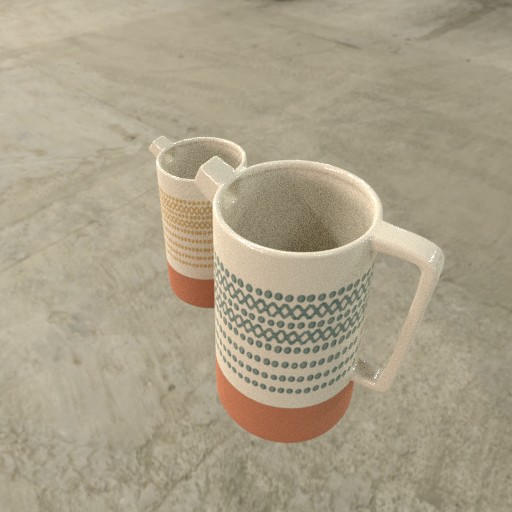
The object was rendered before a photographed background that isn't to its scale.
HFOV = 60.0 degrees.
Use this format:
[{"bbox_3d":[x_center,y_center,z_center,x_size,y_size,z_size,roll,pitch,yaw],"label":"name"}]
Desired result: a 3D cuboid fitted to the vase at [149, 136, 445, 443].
[{"bbox_3d":[0.000,0.000,0.451,0.168,0.247,0.326,-12,43,-14],"label":"vase"}]
